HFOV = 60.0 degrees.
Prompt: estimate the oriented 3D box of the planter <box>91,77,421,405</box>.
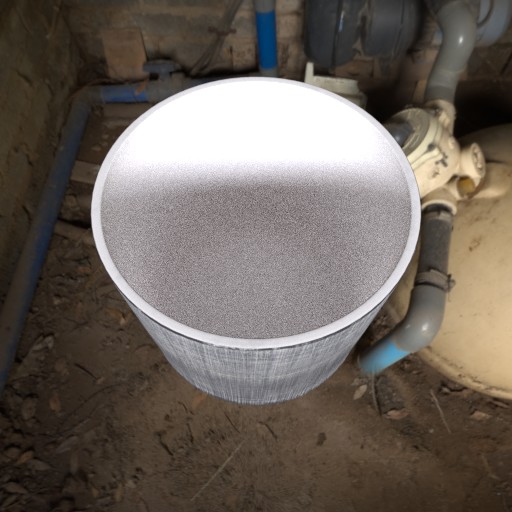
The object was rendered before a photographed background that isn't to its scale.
[{"bbox_3d":[0.000,0.000,0.442,0.254,0.221,0.254,0,62,0],"label":"planter"}]
